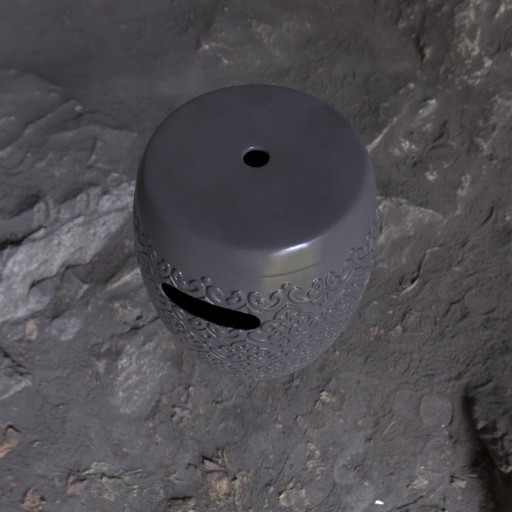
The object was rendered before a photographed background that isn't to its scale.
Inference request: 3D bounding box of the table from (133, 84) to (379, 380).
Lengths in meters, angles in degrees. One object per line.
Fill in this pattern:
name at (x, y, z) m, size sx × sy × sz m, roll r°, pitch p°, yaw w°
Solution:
table at (0.000, 0.000, 0.621) m, size 0.309 × 0.397 × 0.309 m, roll 0°, pitch 59°, yaw 0°
